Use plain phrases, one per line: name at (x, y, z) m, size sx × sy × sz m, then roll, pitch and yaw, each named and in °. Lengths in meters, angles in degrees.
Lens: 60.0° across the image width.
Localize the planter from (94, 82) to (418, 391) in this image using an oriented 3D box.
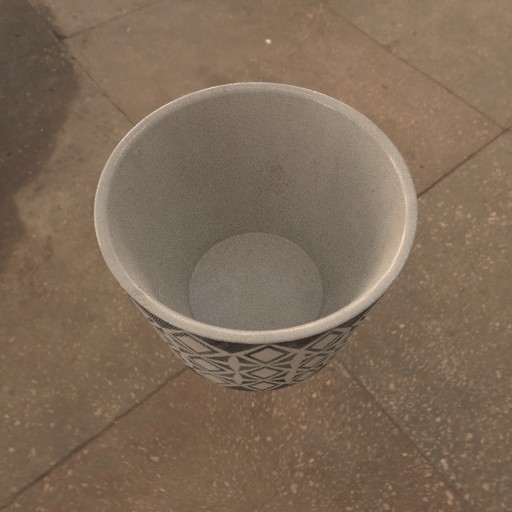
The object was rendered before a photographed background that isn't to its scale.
planter at (0.000, 0.000, 0.455) m, size 0.260 × 0.220 × 0.260 m, roll 0°, pitch 60°, yaw 0°
